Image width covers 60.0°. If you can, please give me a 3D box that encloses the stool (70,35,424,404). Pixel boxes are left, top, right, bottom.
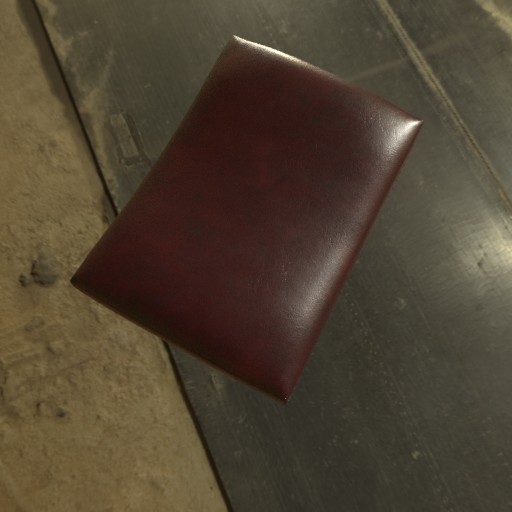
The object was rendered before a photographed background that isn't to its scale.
[{"bbox_3d":[0.000,0.000,1.007,0.372,0.742,0.504,27,76,7],"label":"stool"}]
